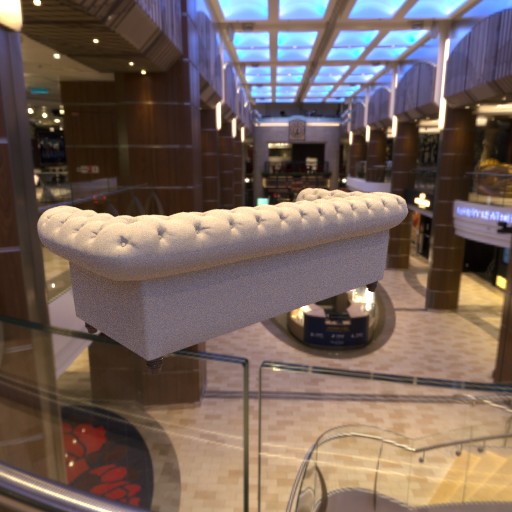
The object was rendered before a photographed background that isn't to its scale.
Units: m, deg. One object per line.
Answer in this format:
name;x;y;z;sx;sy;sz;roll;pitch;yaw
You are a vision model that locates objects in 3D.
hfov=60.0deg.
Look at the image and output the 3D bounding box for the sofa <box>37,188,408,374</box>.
sofa;0.000;0.000;3.202;2.694;0.847;1.076;-12;17;-42
